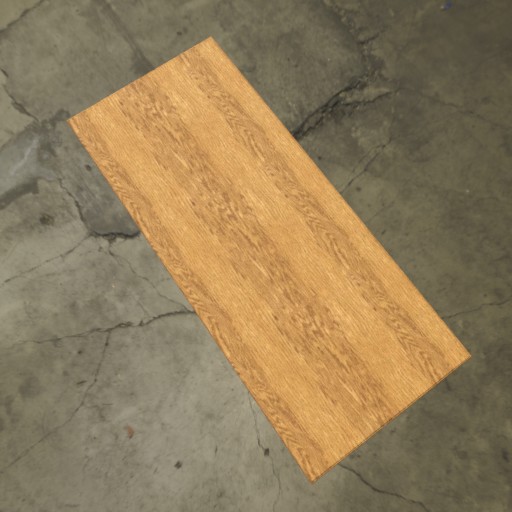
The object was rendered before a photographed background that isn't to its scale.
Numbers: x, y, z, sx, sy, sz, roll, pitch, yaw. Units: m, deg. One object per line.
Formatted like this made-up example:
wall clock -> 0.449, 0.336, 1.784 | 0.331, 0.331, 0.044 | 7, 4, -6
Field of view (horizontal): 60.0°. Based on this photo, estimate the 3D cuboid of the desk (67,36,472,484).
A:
desk -> 0.000, 0.000, 1.958 | 0.685, 0.751, 1.567 | -34, 78, -9
